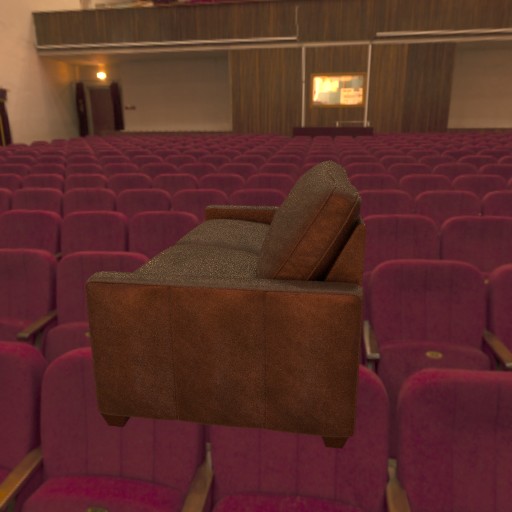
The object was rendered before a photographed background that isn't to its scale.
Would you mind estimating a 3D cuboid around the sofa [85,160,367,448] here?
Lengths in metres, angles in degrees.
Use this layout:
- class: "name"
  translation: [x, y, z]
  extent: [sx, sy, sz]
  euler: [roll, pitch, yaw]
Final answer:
- class: "sofa"
  translation: [0.000, 0.000, 2.275]
  extent: [0.939, 0.916, 1.732]
  euler: [2, 15, 8]
